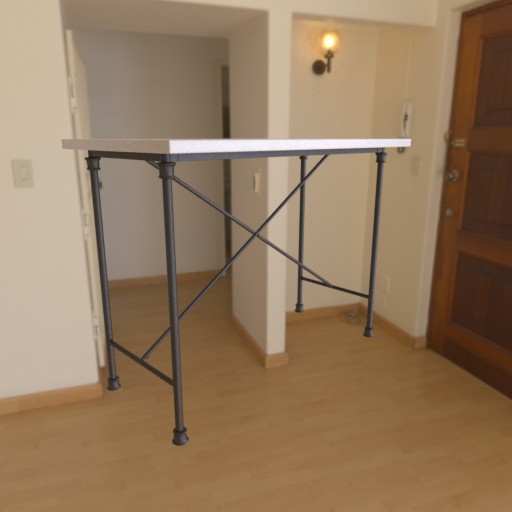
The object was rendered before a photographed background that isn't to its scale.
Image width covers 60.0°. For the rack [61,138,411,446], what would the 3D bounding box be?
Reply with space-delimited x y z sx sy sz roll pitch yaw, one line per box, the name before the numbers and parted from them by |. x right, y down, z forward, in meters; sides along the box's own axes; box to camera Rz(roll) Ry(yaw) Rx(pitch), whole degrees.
rack | 0.000 0.000 1.723 1.159 0.880 0.613 -14 21 -43
